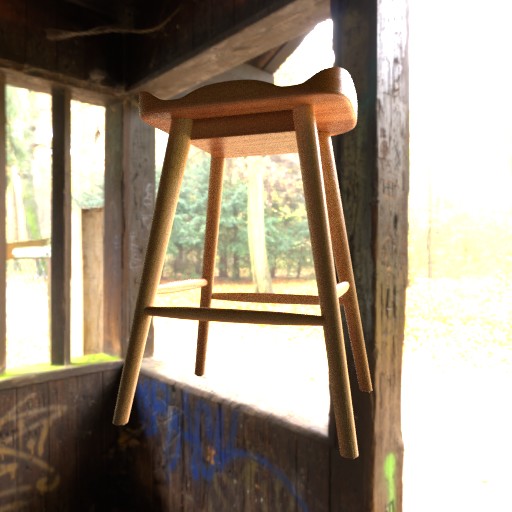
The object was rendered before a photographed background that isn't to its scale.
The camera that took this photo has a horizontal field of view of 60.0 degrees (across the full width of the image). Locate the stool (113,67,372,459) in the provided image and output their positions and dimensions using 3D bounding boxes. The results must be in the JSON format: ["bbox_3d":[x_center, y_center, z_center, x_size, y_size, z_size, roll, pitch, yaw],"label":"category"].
[{"bbox_3d":[0.000,0.000,0.903,0.440,0.615,0.361,0,1,18],"label":"stool"}]
